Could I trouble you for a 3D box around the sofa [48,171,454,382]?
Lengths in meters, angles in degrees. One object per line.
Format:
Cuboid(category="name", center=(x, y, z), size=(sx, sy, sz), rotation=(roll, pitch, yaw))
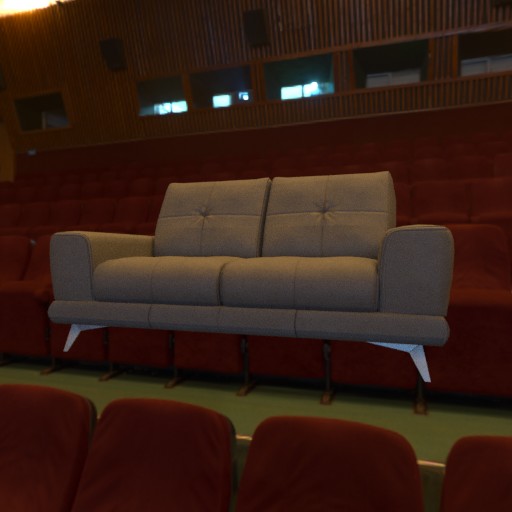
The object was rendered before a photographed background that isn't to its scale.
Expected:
Cuboid(category="sofa", center=(0.000, 0.000, 2.294), size=(1.806, 0.907, 1.018), rotation=(0, 0, 18))
